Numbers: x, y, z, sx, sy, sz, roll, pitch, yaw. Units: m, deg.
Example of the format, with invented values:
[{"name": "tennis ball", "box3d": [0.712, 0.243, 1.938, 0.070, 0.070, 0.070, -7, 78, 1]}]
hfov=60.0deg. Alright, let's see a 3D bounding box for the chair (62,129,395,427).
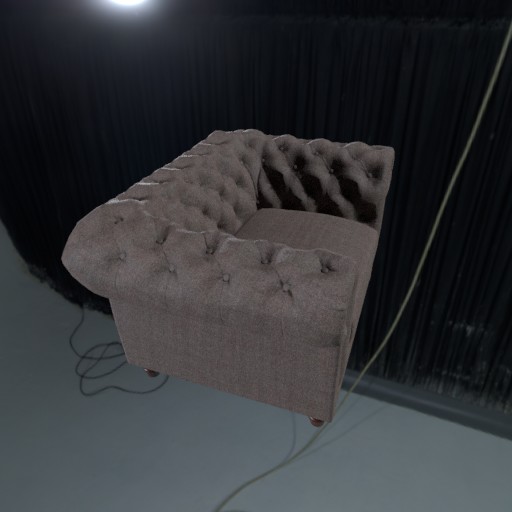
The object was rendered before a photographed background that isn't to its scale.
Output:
[{"name": "chair", "box3d": [0.000, 0.000, 1.887, 0.945, 0.780, 1.298, 11, 33, 17]}]
